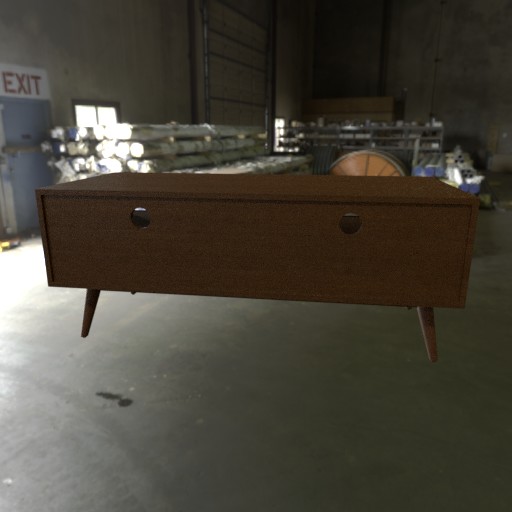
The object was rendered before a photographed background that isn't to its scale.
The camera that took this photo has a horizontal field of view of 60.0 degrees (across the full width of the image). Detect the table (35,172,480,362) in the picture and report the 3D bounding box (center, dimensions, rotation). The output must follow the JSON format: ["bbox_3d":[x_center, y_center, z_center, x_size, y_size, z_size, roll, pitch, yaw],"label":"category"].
[{"bbox_3d":[0.000,0.000,1.400,1.119,0.464,0.490,2,16,8],"label":"table"}]
